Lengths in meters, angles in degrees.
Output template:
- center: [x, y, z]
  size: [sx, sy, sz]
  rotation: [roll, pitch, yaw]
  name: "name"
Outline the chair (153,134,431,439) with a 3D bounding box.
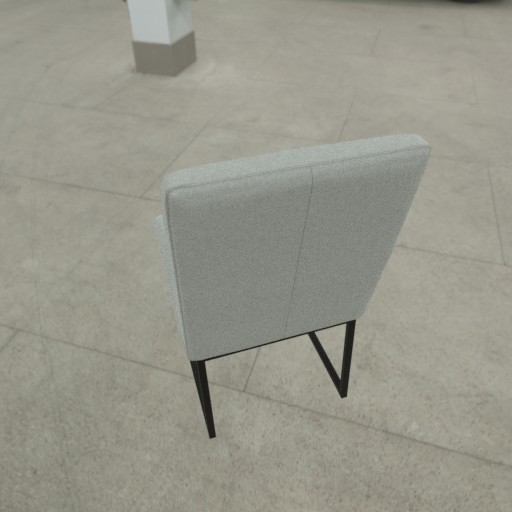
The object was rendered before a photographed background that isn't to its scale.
- center: [0.000, 0.000, 1.282]
  size: [0.520, 0.930, 0.634]
  rotation: [-12, 42, -14]
  name: "chair"
